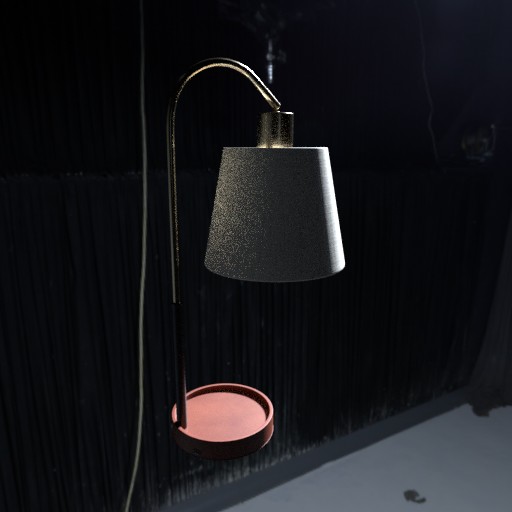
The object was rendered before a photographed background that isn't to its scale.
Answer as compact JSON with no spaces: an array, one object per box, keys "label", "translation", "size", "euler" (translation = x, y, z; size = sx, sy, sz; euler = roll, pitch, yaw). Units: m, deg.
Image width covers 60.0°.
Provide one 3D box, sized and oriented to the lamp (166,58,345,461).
[{"label":"lamp","translation":[0.000,0.000,0.656],"size":[0.273,0.536,0.211],"euler":[-7,16,-27]}]
